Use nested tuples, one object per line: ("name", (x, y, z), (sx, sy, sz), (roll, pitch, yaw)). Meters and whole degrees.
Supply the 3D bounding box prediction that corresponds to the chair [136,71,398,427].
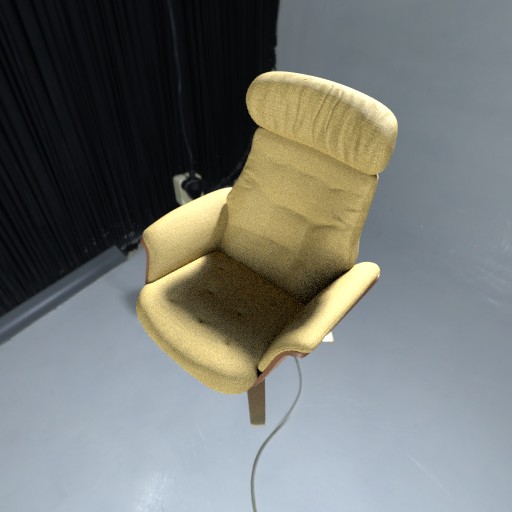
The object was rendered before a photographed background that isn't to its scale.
("chair", (0.000, 0.000, 1.556), (0.785, 0.995, 0.837), (32, 53, 28))
